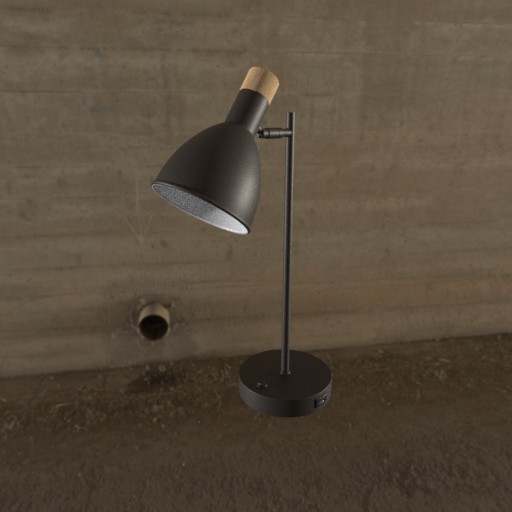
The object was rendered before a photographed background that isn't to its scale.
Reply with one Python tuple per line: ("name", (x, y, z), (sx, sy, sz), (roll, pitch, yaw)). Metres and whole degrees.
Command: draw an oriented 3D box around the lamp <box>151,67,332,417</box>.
("lamp", (0.000, 0.000, 0.611), (0.287, 0.483, 0.152), (-16, 23, -41))
